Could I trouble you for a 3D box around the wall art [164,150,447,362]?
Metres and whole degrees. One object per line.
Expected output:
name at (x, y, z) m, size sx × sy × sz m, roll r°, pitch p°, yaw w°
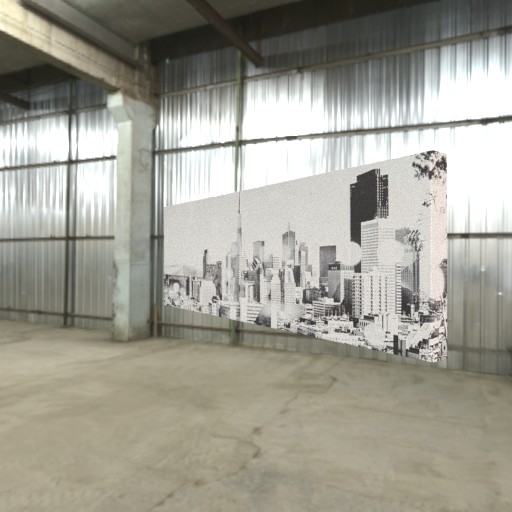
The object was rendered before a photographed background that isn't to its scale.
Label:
wall art at (0.000, 0.000, 0.853) m, size 0.036 × 0.256 × 0.766 m, roll 0°, pitch 0°, yaw -36°
